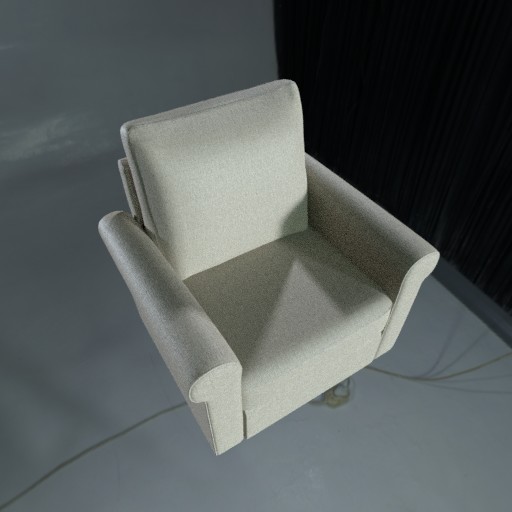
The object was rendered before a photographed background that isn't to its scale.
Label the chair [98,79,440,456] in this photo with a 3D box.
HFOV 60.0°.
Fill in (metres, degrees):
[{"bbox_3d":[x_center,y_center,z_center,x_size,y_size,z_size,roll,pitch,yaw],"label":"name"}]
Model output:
[{"bbox_3d":[0.000,0.000,2.234,1.275,1.349,1.180,-24,50,-22],"label":"chair"}]
